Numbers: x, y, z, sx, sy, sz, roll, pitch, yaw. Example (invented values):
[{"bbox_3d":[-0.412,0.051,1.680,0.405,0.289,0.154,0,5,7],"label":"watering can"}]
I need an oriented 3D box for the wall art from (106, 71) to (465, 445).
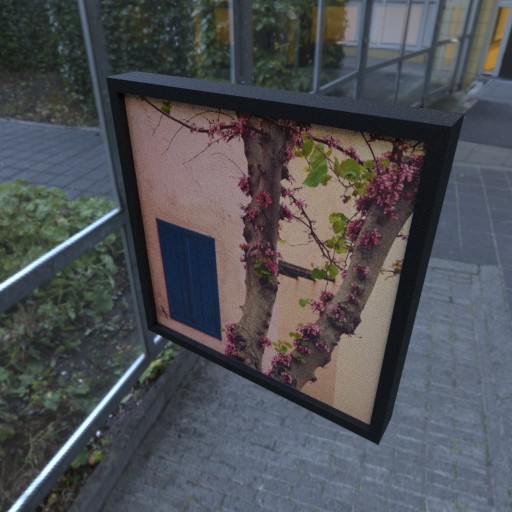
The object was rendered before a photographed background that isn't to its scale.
[{"bbox_3d":[0.000,0.000,0.429,0.305,0.304,0.038,19,36,28],"label":"wall art"}]
